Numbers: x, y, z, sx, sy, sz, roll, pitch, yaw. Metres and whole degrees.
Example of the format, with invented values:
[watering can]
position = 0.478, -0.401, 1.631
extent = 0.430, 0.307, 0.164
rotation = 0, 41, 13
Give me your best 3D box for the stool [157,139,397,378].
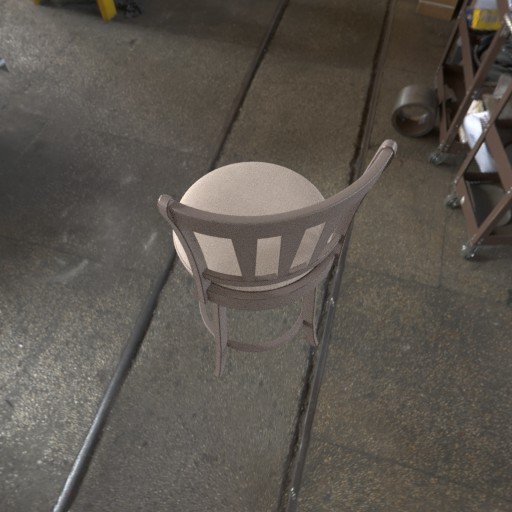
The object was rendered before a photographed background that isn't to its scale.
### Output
[stool]
position = 0.000, 0.000, 1.258
extent = 0.436, 1.023, 0.475
rotation = -15, 60, -9
